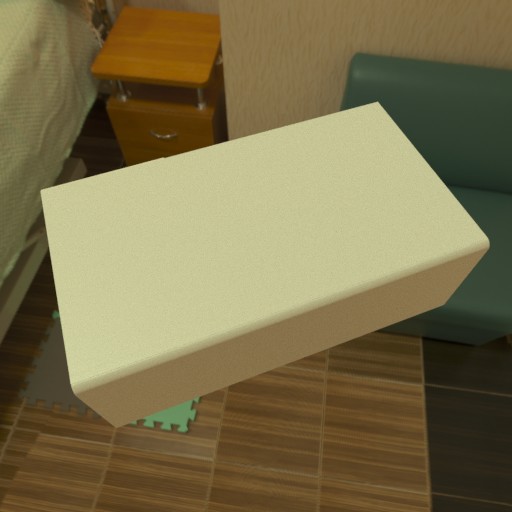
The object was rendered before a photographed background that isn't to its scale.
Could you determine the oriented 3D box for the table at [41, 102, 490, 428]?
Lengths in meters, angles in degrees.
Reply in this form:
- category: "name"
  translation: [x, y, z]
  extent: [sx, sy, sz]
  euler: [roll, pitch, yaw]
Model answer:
- category: "table"
  translation: [0.000, 0.000, 1.412]
  extent: [1.097, 0.442, 0.639]
  euler: [-18, 59, -11]
